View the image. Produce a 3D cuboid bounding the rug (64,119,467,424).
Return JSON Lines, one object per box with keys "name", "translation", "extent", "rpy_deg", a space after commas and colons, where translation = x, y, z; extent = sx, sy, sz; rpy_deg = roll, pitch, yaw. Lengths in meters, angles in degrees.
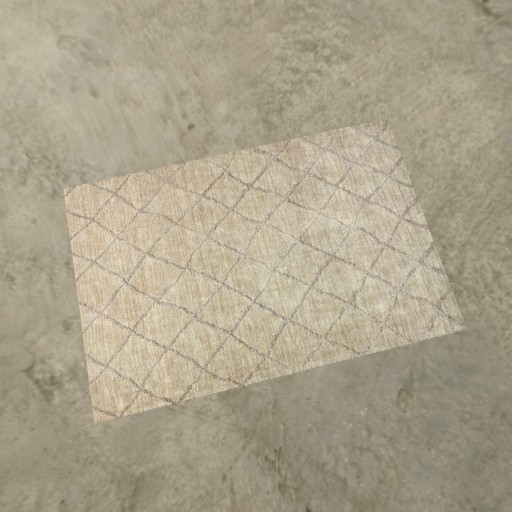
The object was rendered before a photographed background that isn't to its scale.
{"name": "rug", "translation": [0.000, 0.000, 2.838], "extent": [2.280, 0.015, 1.521], "rpy_deg": [-13, 74, -4]}
